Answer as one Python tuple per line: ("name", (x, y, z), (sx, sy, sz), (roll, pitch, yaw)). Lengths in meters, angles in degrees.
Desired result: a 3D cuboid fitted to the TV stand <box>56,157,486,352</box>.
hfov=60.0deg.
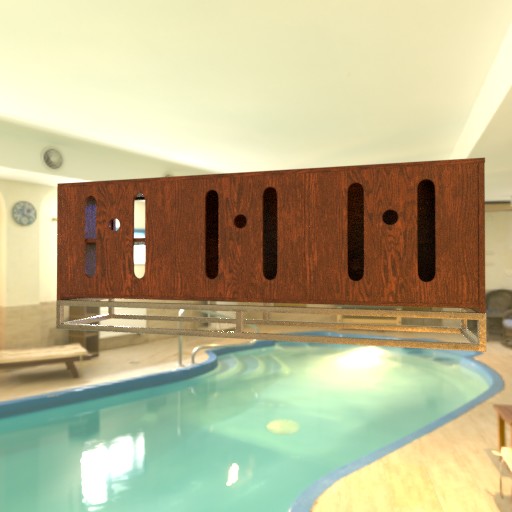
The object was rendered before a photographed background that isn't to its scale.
("TV stand", (0.000, 0.000, 1.721), (1.541, 0.578, 0.382), (0, -1, 17))
